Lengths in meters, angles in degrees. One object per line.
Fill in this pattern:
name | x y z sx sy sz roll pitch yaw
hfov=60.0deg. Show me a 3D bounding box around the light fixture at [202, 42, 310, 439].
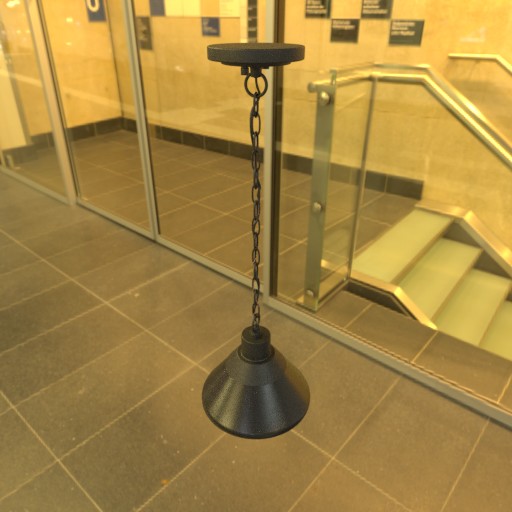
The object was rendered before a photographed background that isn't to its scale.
light fixture | 0.000 0.000 0.685 0.201 0.588 0.201 11 31 19
